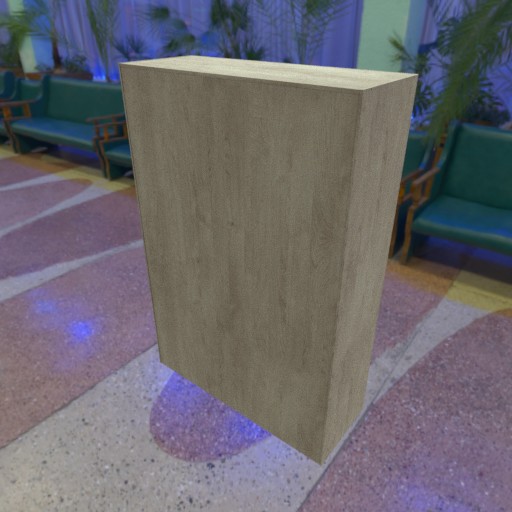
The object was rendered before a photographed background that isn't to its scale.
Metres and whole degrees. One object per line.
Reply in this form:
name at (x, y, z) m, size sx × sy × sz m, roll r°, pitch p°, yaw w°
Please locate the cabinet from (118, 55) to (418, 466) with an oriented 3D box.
cabinet at (0.000, 0.000, 2.430) m, size 1.290 × 1.910 × 0.510 m, roll 21°, pitch 36°, yaw 33°
